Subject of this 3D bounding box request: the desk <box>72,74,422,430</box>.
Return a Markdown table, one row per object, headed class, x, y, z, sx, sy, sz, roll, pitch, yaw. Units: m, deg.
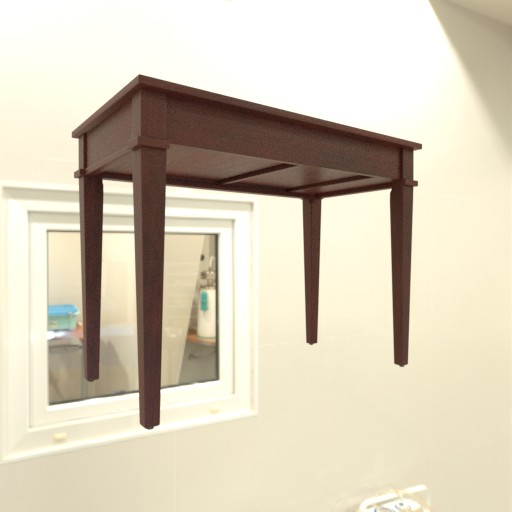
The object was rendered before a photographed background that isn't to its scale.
| class | x | y | z | sx | sy | sz | roll | pitch | yaw |
| --- | --- | --- | --- | --- | --- | --- | --- | --- | --- |
| desk | 0.000 | 0.000 | 1.436 | 1.001 | 0.762 | 0.549 | 0 | 1 | -36 |
